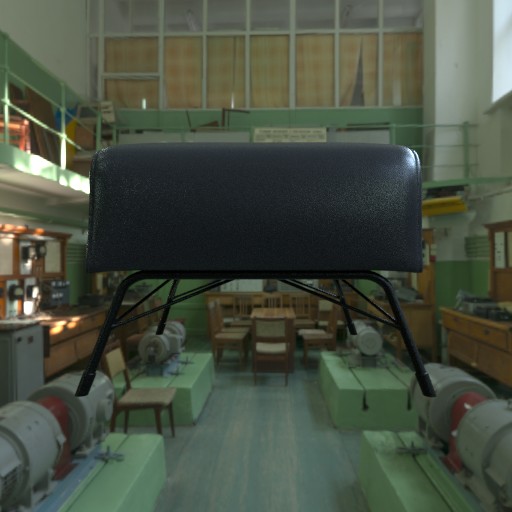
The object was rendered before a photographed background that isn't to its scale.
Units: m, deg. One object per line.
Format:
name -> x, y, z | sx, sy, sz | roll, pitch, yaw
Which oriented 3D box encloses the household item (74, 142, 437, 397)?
household item -> 0.000, 0.000, 0.906 | 0.530, 0.410, 0.530 | 0, 0, 0
